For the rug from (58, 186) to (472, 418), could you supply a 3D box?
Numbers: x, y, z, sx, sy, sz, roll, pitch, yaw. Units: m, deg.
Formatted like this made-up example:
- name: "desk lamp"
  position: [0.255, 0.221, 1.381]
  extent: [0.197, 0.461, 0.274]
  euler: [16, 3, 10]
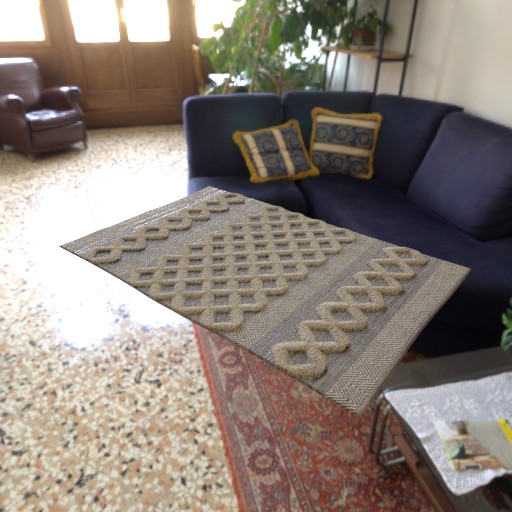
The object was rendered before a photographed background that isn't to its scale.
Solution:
- name: "rug"
  position: [0.000, 0.000, 2.961]
  extent: [2.333, 0.033, 1.513]
  euler: [22, 36, 33]
